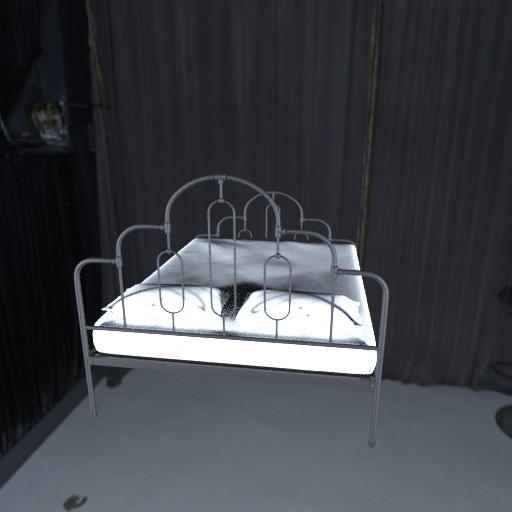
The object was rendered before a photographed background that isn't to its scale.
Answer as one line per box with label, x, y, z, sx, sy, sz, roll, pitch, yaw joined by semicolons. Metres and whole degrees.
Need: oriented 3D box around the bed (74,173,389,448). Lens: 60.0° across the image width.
bed;0.000;0.000;3.297;1.640;1.429;2.163;3;17;9
